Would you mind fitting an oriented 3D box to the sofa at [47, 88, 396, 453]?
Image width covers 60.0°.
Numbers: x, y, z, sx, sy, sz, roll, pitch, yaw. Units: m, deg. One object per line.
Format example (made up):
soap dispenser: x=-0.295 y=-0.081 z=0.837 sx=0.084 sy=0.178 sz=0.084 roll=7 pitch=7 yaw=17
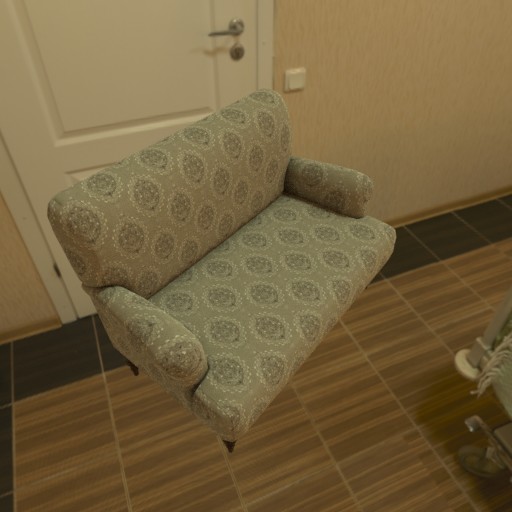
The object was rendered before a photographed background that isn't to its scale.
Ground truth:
sofa: x=0.000 y=0.000 z=1.836 sx=0.779 sy=0.889 sz=1.297 roll=28 pitch=49 yaw=27
